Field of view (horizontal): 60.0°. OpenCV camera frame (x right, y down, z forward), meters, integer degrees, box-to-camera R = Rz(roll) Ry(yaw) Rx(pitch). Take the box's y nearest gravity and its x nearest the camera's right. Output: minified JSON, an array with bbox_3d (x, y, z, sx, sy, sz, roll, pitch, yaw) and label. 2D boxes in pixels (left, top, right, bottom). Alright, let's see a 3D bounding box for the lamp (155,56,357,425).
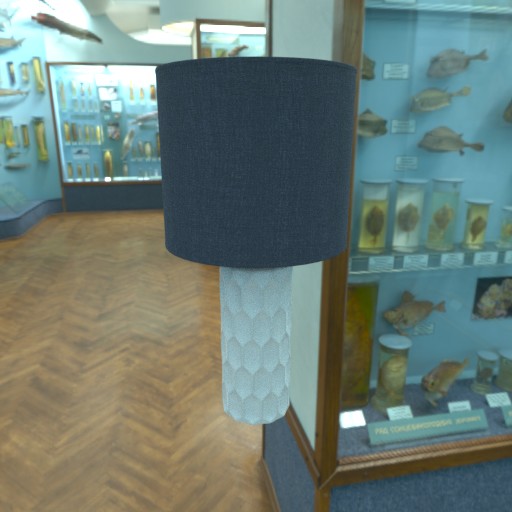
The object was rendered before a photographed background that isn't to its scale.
[{"bbox_3d":[0.000,0.000,0.694,0.277,0.537,0.277,-3,16,-9],"label":"lamp"}]
